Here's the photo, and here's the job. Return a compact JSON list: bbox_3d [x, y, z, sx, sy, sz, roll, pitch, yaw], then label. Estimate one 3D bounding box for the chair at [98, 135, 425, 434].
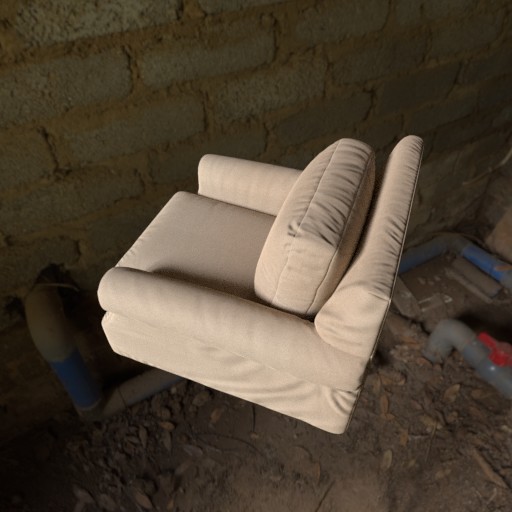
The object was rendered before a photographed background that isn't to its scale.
[{"bbox_3d":[0.000,0.000,1.760,1.066,0.866,0.940,15,48,14],"label":"chair"}]
